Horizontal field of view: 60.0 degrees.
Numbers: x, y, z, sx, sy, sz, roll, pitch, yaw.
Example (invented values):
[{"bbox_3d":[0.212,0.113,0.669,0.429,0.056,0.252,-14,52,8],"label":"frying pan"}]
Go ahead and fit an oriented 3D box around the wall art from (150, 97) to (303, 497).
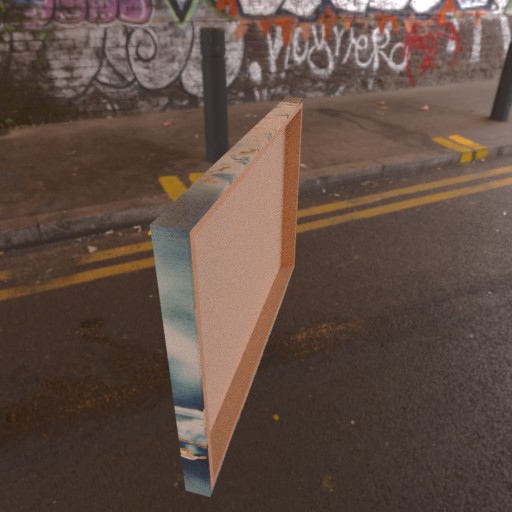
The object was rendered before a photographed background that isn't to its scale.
[{"bbox_3d":[0.000,0.000,0.753,0.036,0.405,0.607,8,31,13],"label":"wall art"}]
